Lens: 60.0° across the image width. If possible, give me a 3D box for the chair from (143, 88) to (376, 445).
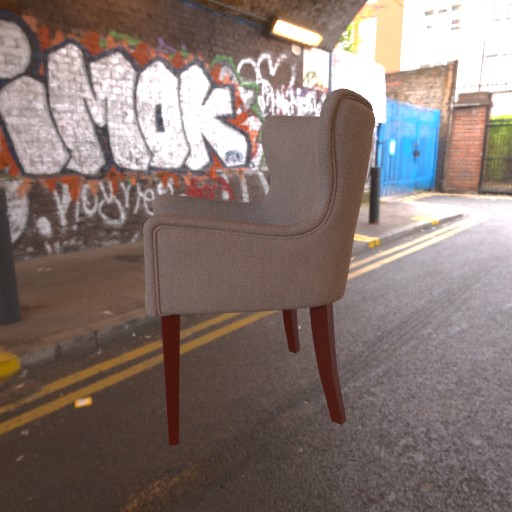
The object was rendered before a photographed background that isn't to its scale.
[{"bbox_3d":[0.000,0.000,1.448,0.677,0.948,0.732,-2,13,-10],"label":"chair"}]
